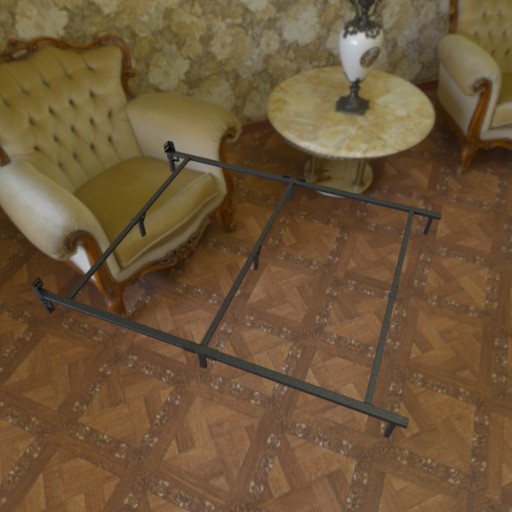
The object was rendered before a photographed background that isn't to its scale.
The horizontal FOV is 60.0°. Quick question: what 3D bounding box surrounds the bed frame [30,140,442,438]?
[{"bbox_3d":[0.000,0.000,2.667,1.990,0.248,1.498,16,49,14],"label":"bed frame"}]
